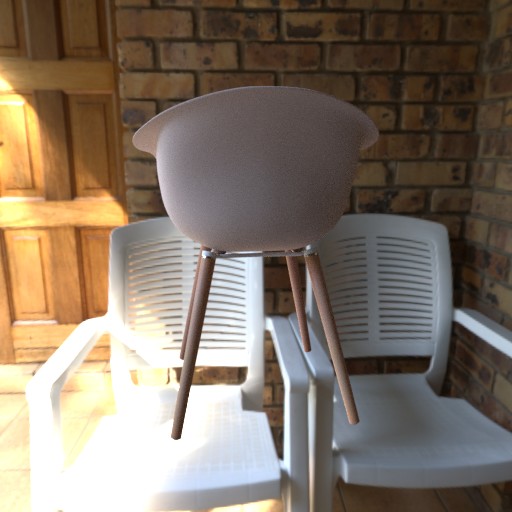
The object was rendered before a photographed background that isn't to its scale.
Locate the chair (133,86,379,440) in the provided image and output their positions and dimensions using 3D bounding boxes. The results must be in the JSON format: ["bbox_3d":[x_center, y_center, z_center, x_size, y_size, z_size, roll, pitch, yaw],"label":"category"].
[{"bbox_3d":[0.000,0.000,1.176,0.593,0.781,0.504,-2,13,-8],"label":"chair"}]
